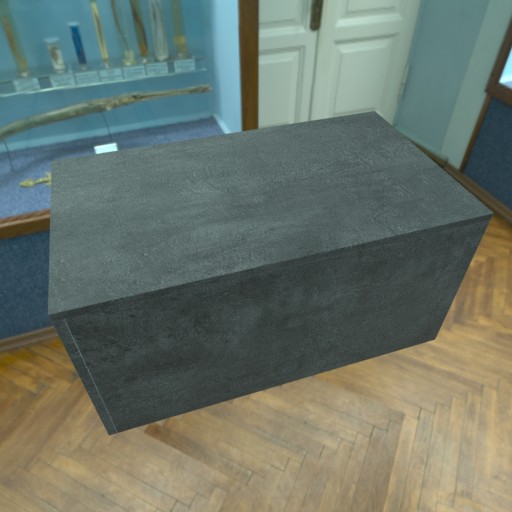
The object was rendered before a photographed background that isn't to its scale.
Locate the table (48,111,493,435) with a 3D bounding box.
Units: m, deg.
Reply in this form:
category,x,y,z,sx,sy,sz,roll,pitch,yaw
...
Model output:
category,x,y,z,sx,sy,sz,roll,pitch,yaw
table,0.000,0.000,0.915,0.700,0.350,0.400,-13,45,-13
